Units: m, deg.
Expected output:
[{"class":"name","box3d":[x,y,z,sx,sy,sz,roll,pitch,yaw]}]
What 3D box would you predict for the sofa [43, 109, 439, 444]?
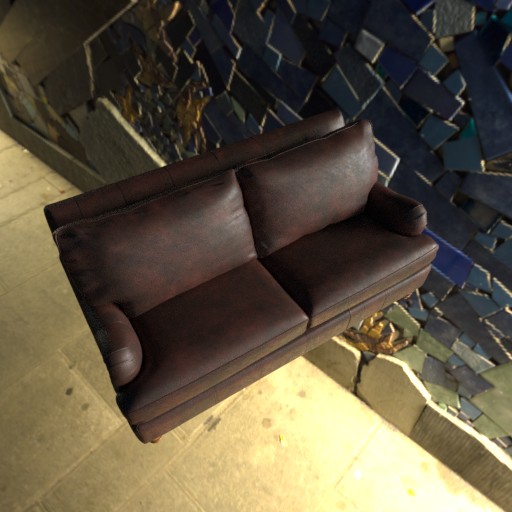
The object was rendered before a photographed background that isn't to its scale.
[{"class":"sofa","box3d":[0.000,0.000,2.762,2.144,1.071,1.147,-24,51,-21]}]
